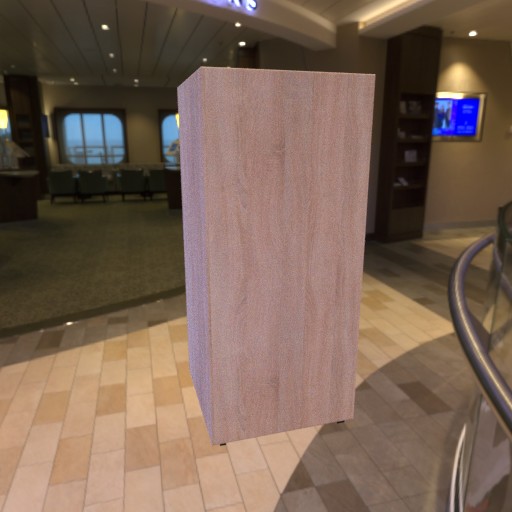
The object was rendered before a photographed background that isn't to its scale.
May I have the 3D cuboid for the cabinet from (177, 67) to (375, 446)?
[{"bbox_3d":[0.000,0.000,2.847,1.327,2.120,1.094,8,17,28],"label":"cabinet"}]
